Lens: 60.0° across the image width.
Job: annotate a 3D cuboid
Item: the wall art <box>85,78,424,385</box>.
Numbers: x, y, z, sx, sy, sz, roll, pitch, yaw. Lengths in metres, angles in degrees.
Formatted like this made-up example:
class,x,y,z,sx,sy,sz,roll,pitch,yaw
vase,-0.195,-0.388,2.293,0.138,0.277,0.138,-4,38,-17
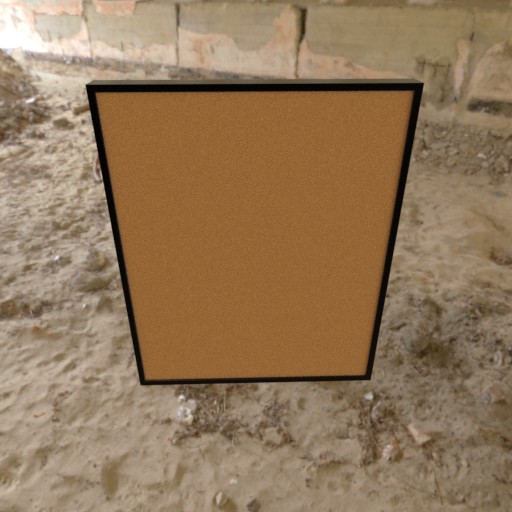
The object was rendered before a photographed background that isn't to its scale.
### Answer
class,x,y,z,sx,sy,sz,roll,pitch,yaw
wall art,0.000,0.000,0.745,0.451,0.553,0.039,-1,30,-1
